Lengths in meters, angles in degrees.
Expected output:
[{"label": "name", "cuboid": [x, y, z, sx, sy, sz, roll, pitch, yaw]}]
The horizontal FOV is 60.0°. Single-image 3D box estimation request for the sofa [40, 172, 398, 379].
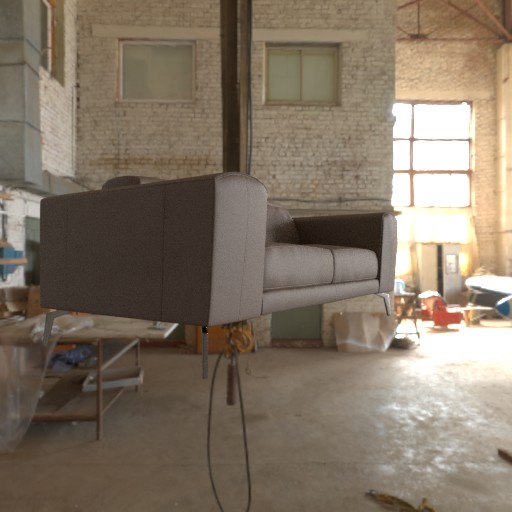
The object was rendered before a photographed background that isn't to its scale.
[{"label": "sofa", "cuboid": [0.000, 0.000, 2.390, 1.003, 0.779, 1.895, 0, 0, 34]}]
